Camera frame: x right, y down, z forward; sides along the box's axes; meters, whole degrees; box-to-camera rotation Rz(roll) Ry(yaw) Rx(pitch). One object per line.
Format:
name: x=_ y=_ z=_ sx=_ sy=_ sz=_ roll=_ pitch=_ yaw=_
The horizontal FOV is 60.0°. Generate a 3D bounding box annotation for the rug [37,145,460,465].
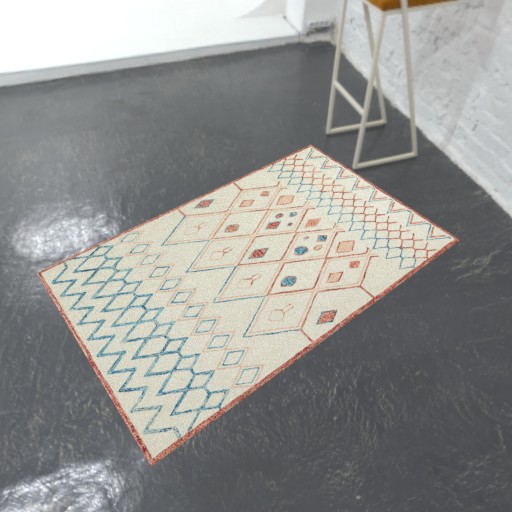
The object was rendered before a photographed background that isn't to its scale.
rug: x=0.000 y=0.000 z=3.000 sx=2.438 sy=0.015 sz=1.524 roll=-30 pitch=53 yaw=-25
